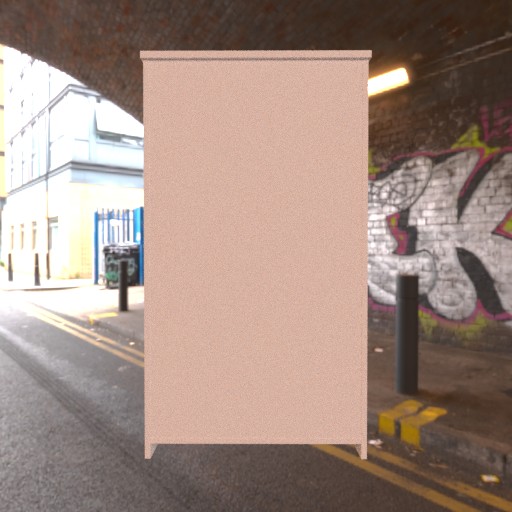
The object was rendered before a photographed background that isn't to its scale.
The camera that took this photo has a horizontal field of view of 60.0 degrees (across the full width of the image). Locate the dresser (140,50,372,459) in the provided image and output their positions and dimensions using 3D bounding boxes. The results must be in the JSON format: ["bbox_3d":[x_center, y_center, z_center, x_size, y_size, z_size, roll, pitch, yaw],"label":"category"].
[{"bbox_3d":[0.000,0.000,1.556,0.704,1.255,0.399,0,1,0],"label":"dresser"}]
